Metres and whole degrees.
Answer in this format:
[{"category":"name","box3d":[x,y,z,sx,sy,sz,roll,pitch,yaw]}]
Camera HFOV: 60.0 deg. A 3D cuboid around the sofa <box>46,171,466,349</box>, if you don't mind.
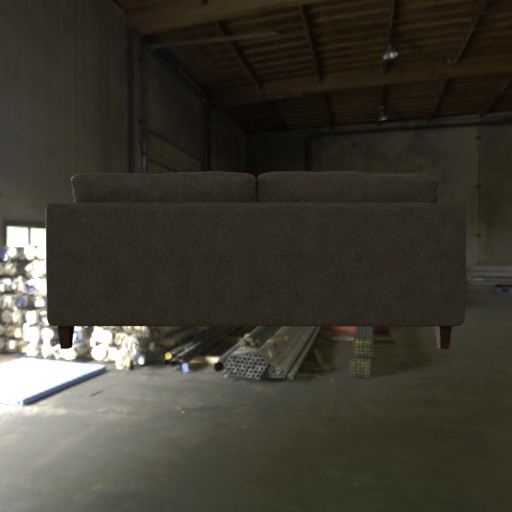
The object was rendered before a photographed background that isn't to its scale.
[{"category":"sofa","box3d":[0.000,0.000,2.756,2.208,0.965,0.951,0,1,0]}]
